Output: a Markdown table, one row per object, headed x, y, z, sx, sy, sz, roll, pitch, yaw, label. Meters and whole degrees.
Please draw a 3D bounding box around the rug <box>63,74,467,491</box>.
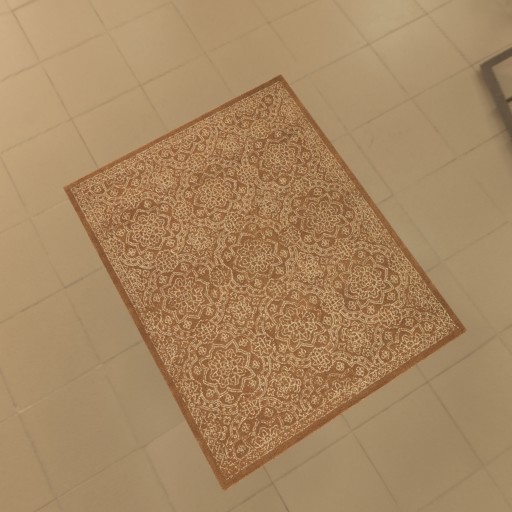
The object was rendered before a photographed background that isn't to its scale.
| x | y | z | sx | sy | sz | roll | pitch | yaw | label |
| --- | --- | --- | --- | --- | --- | --- | --- | --- | --- |
| 0.000 | 0.000 | 4.025 | 2.441 | 0.015 | 3.050 | -30 | 77 | -8 | rug |
